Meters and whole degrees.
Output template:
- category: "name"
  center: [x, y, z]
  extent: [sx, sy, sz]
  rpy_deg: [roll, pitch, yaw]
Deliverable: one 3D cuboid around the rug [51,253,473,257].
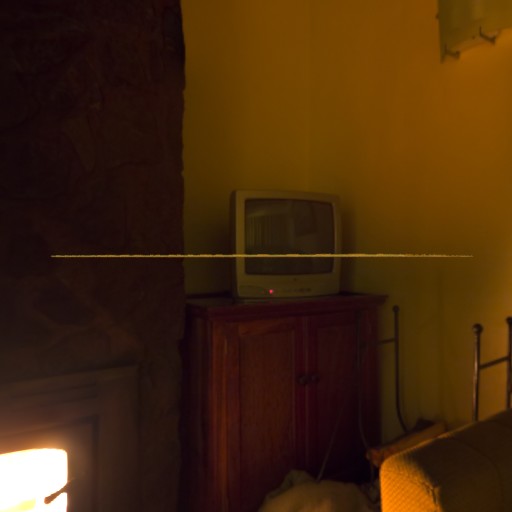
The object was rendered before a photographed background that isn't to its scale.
- category: "rug"
  center: [0.000, 0.000, 3.010]
  extent: [2.447, 0.011, 1.520]
  rpy_deg: [0, 0, 35]
